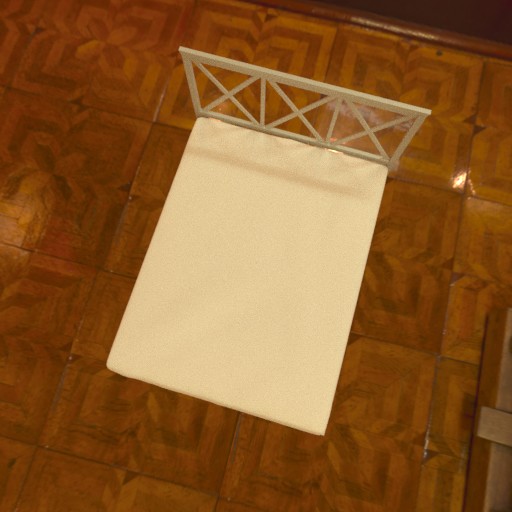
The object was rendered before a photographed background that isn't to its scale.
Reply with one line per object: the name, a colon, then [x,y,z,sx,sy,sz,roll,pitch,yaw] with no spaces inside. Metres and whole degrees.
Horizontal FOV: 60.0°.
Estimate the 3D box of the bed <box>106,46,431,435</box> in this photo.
bed: [0.000,0.000,3.198,1.673,1.253,2.135,16,76,4]
